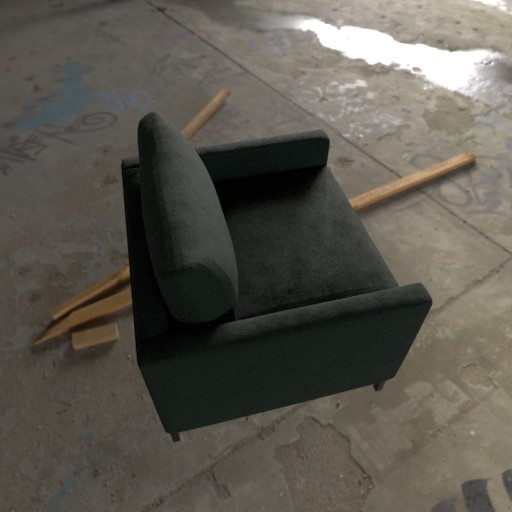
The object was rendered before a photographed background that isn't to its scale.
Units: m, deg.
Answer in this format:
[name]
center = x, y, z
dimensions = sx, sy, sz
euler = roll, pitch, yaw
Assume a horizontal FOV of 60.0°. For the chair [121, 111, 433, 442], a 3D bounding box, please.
[chair]
center = 0.000, 0.000, 1.647
dimensions = 0.866, 0.861, 0.963
euler = -11, 49, -9
